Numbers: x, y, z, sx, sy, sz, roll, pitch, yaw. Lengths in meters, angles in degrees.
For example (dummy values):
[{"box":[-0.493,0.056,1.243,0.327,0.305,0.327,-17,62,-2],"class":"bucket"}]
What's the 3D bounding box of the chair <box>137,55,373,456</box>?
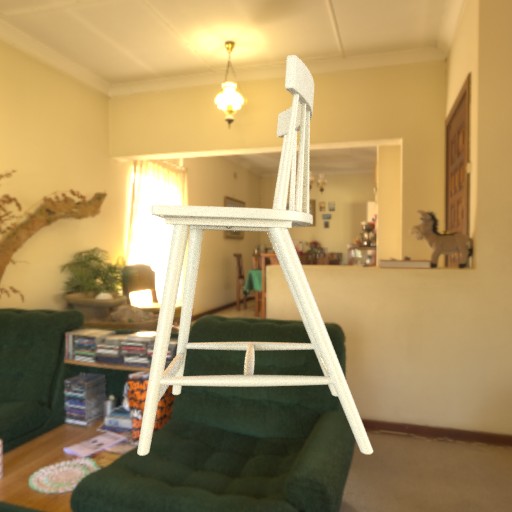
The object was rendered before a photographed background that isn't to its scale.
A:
[{"box":[0.000,0.000,1.280,0.572,0.952,0.483,0,1,0],"class":"chair"}]
